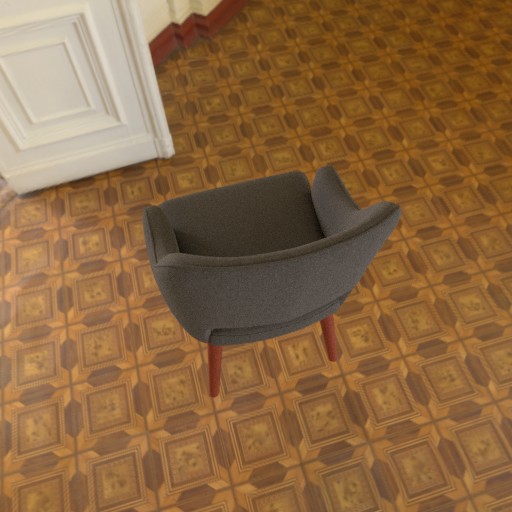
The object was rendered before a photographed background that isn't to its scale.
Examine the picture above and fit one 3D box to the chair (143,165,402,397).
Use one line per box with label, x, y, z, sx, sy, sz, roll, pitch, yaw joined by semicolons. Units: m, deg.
chair;0.000;0.000;1.229;0.559;0.838;0.560;-14;60;-9
